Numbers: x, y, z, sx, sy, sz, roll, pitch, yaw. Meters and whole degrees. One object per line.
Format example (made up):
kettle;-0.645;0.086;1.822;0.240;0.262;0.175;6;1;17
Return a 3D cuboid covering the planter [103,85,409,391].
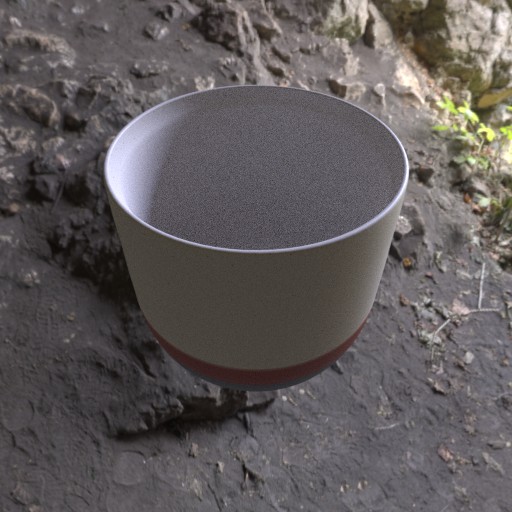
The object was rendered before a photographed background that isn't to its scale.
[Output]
planter;0.000;0.000;0.490;0.268;0.270;0.268;0;45;0
